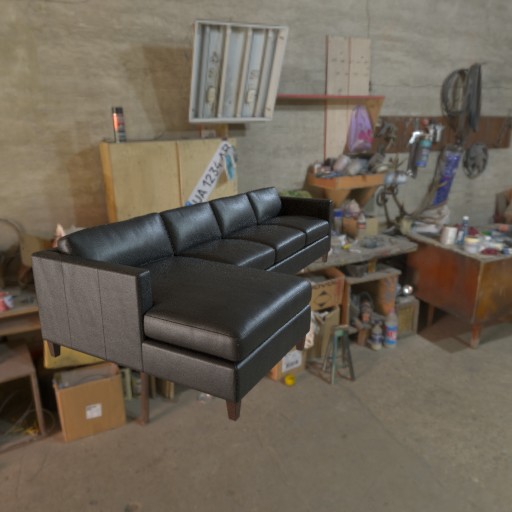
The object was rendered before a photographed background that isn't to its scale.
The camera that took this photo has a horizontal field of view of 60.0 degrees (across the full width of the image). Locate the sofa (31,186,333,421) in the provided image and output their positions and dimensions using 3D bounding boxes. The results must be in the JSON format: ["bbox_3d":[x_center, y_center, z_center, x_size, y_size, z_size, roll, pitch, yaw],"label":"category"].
[{"bbox_3d":[0.000,0.000,3.915,1.581,0.883,3.203,8,18,28],"label":"sofa"}]
